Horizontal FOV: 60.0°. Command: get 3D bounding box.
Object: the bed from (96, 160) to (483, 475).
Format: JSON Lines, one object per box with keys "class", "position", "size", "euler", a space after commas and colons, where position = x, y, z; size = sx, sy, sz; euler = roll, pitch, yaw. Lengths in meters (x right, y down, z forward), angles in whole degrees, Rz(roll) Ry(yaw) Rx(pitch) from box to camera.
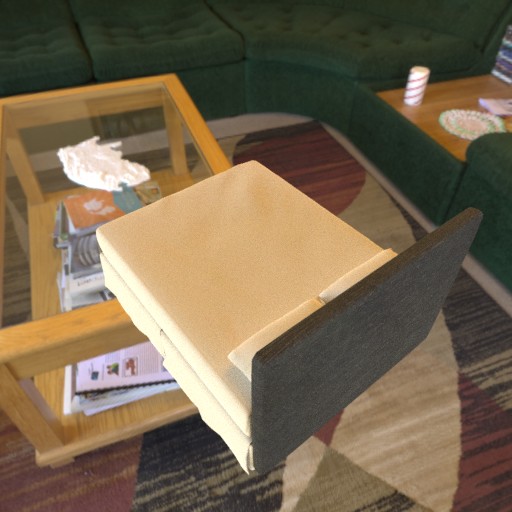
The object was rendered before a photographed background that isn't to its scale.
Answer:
{"class": "bed", "position": [0.000, 0.000, 3.208], "size": [1.723, 1.330, 2.142], "euler": [-29, 52, -26]}
